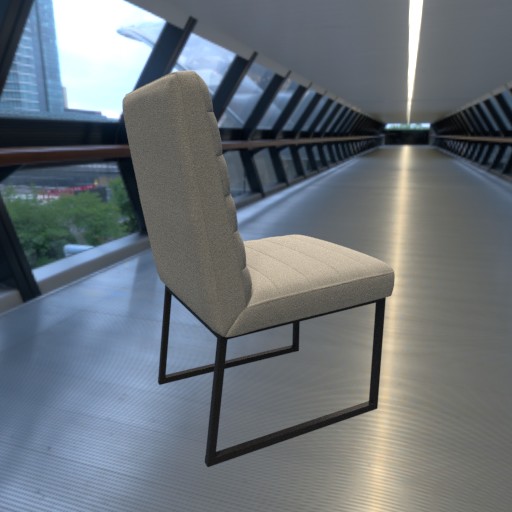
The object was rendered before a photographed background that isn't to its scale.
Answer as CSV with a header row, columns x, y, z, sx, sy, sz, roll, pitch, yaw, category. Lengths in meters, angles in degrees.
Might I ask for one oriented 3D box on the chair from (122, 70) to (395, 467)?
x,y,z,sx,sy,sz,roll,pitch,yaw,category
0.000,0.000,1.309,0.634,0.930,0.520,-7,16,-26,chair
